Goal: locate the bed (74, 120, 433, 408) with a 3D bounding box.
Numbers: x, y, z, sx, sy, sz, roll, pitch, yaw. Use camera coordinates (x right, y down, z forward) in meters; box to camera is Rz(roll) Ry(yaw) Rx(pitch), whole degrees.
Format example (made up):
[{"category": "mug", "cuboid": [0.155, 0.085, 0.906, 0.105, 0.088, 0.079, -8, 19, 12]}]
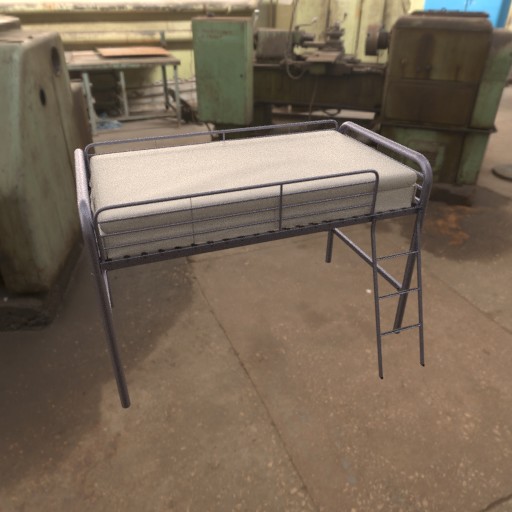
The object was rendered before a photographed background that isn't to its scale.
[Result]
[{"category": "bed", "cuboid": [0.000, 0.000, 2.884, 1.965, 1.288, 1.415, -11, 33, -17]}]
